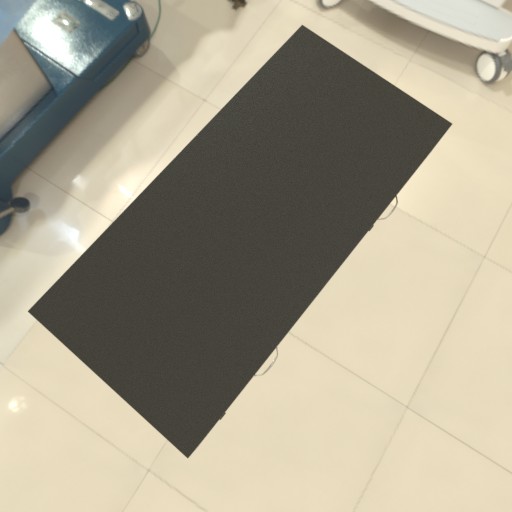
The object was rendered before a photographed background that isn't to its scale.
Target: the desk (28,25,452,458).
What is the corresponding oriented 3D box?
[{"bbox_3d":[0.000,0.000,1.483,0.525,0.780,1.057,38,78,10],"label":"desk"}]
